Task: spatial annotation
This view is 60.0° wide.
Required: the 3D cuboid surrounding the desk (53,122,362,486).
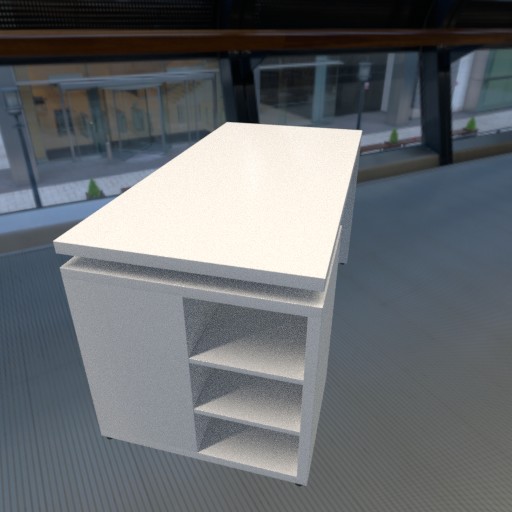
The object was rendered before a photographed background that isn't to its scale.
[{"bbox_3d":[0.000,0.000,1.815,0.690,0.740,1.400,7,30,13],"label":"desk"}]
